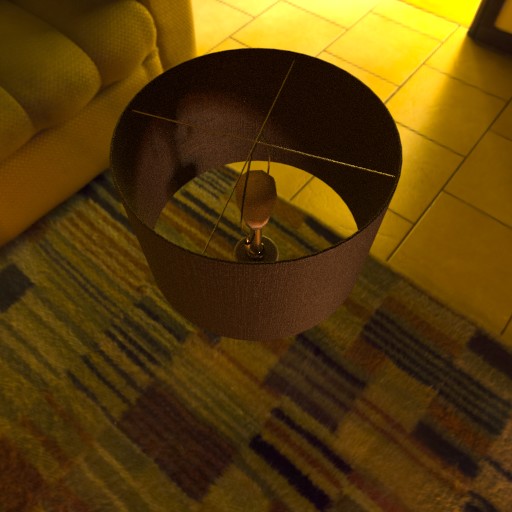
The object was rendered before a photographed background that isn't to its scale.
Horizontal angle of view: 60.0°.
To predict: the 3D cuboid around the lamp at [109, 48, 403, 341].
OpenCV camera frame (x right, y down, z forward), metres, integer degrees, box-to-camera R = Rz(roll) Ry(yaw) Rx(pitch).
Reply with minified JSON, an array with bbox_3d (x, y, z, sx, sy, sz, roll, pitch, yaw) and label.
[{"bbox_3d":[0.000,0.000,0.673,0.303,0.488,0.303,0,60,0],"label":"lamp"}]
